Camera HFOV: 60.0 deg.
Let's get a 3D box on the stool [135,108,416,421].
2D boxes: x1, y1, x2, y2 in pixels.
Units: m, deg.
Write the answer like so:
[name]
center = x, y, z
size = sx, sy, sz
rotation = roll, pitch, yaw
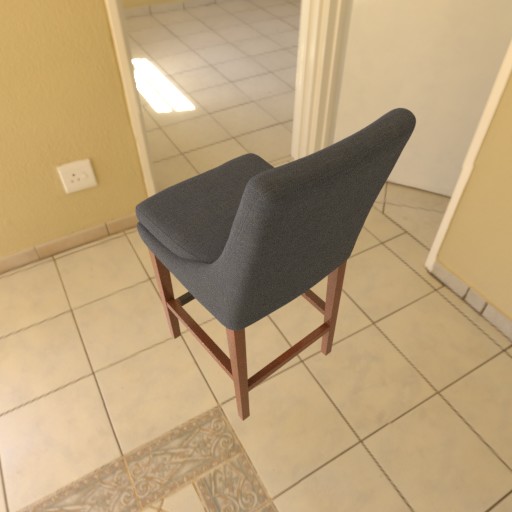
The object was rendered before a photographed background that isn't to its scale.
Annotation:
[stool]
center = 0.000, 0.000, 1.288
size = 0.470, 0.981, 0.577
rotation = -30, 53, -26
